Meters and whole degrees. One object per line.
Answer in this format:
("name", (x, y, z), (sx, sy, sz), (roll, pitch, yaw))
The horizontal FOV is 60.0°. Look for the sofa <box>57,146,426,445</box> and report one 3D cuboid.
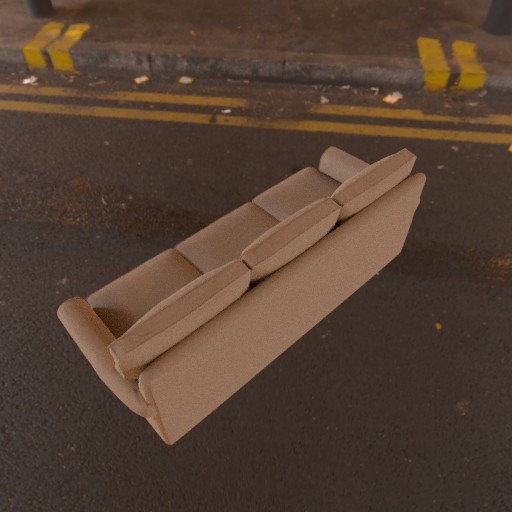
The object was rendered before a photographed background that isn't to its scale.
("sofa", (0.000, 0.000, 2.864), (2.354, 0.948, 0.966), (-34, 56, -27))
